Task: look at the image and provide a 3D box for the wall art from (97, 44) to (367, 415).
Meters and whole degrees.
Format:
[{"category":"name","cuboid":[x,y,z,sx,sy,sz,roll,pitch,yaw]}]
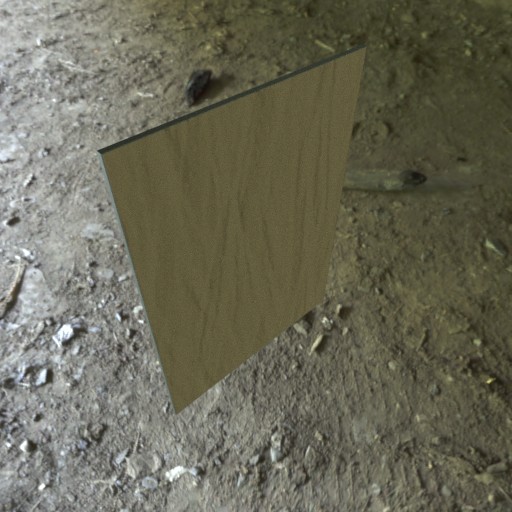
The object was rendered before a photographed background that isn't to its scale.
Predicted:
[{"category":"wall art","cuboid":[0.000,0.000,1.436,0.810,1.116,0.016,-33,54,-28]}]
